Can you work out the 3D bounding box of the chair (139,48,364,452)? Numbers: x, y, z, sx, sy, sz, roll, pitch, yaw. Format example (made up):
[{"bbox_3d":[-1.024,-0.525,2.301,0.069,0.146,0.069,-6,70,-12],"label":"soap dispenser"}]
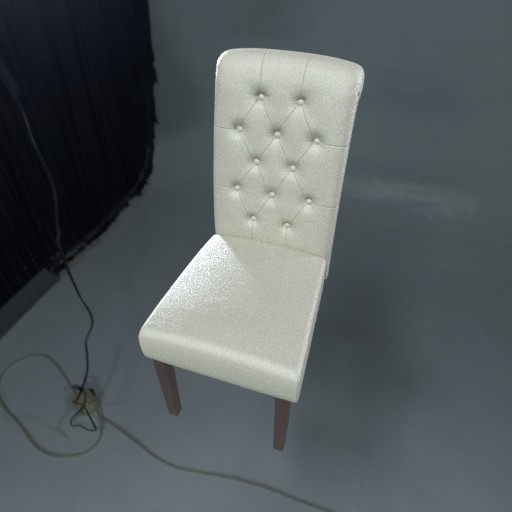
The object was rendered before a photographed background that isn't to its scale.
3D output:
[{"bbox_3d":[0.000,0.000,1.339,0.456,1.006,0.671,13,44,14],"label":"chair"}]
